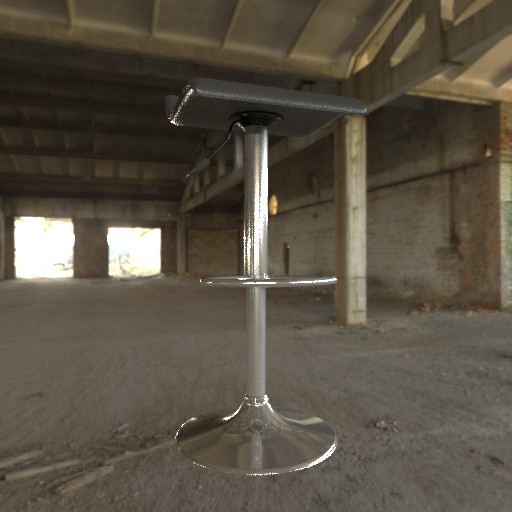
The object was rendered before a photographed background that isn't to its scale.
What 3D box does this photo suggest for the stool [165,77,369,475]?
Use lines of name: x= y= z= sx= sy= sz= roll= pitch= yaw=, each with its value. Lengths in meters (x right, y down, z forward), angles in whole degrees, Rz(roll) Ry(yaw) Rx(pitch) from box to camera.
stool: x=0.000 y=0.000 z=1.052 sx=0.381 sy=0.851 sz=0.381 roll=0 pitch=0 yaw=-19
